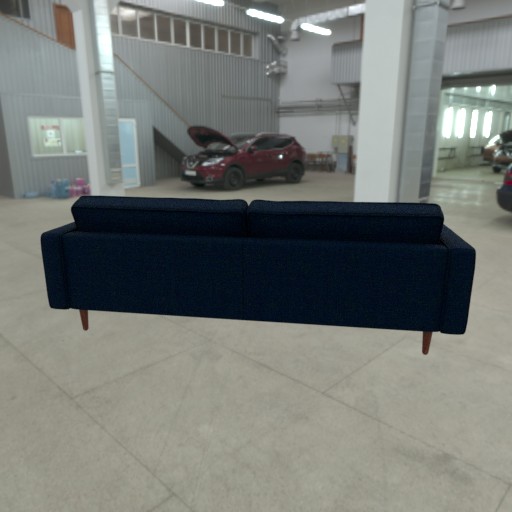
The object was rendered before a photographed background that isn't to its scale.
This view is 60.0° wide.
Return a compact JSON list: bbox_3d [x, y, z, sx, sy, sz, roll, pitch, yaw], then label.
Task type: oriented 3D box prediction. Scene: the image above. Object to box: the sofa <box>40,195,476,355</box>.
[{"bbox_3d":[0.000,0.000,2.673,2.210,0.762,0.914,2,16,9],"label":"sofa"}]
